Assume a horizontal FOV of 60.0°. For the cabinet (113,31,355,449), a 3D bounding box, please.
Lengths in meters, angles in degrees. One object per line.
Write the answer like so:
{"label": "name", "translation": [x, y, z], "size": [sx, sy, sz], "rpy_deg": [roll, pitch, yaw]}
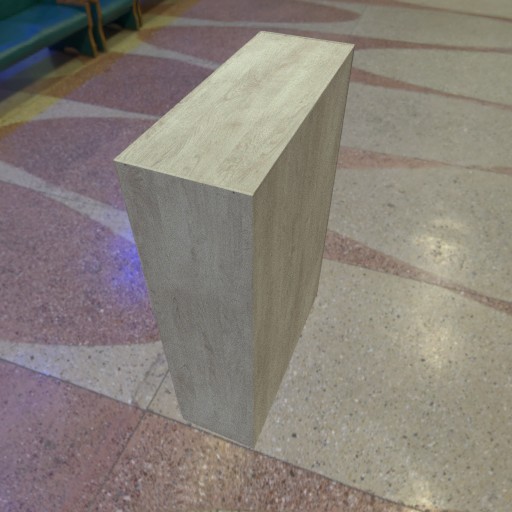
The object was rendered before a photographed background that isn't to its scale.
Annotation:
{"label": "cabinet", "translation": [0.000, 0.000, 2.480], "size": [0.510, 1.910, 1.290], "rpy_deg": [16, 48, 16]}
